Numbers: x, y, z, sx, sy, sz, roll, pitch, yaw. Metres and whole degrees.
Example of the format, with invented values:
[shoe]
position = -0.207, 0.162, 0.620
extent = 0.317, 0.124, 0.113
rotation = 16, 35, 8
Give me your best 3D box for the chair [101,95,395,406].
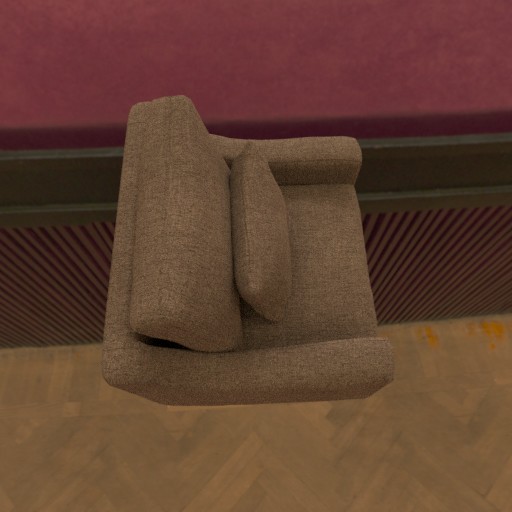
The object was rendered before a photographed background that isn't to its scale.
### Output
[chair]
position = 0.000, 0.000, 1.893
extent = 1.009, 1.037, 1.138
rotation = -2, 65, -1
